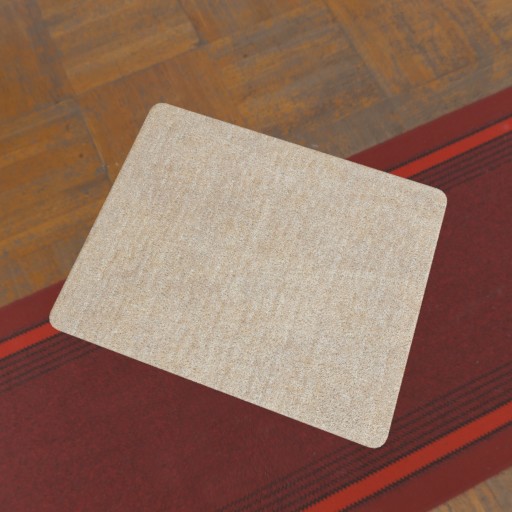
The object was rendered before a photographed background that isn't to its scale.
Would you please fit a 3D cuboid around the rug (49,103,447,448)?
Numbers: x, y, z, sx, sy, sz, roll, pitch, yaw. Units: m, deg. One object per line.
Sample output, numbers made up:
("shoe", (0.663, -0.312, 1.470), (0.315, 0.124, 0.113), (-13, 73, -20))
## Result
("rug", (0.000, 0.000, 3.355), (2.528, 0.048, 2.009), (19, 74, 6))
